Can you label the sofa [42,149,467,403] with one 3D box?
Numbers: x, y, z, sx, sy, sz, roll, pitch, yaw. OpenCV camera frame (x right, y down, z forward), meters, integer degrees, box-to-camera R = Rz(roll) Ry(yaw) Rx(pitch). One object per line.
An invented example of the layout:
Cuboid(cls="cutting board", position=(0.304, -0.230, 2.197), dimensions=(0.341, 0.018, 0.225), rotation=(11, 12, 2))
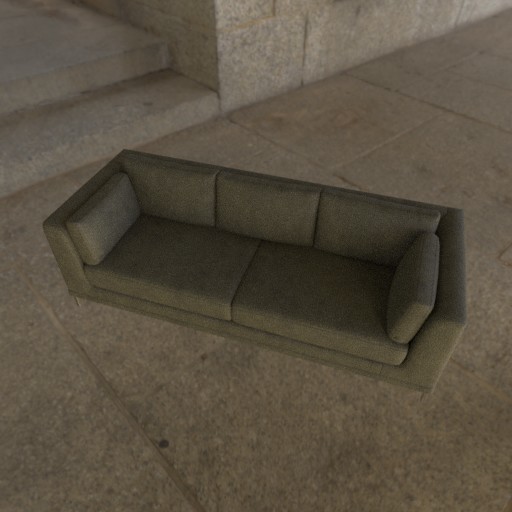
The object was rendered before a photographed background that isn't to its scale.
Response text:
Cuboid(cls="sofa", position=(0.000, 0.000, 2.902), dimensions=(2.415, 0.867, 0.969), rotation=(13, 44, 13))
